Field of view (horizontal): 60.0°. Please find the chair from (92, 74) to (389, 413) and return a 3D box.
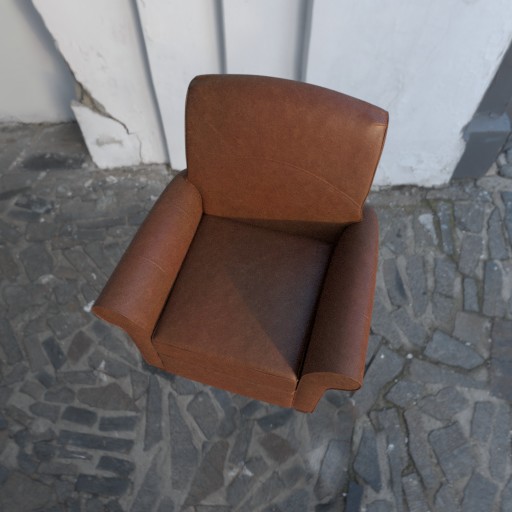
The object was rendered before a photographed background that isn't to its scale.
[{"bbox_3d":[0.000,0.000,1.802,0.978,1.061,0.902,14,58,9],"label":"chair"}]
